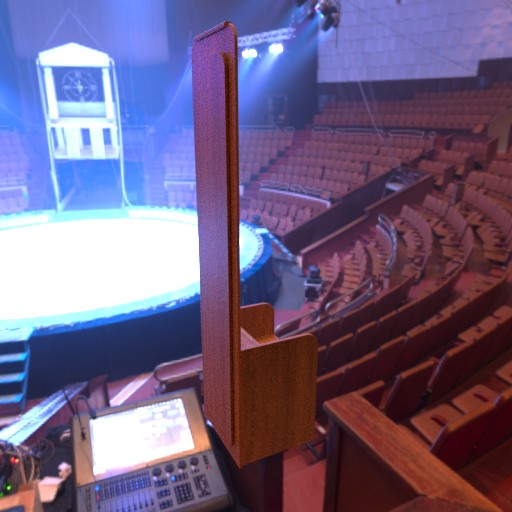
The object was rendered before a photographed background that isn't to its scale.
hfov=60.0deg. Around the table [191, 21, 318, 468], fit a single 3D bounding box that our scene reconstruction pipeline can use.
[{"bbox_3d":[0.000,0.000,2.013,0.420,1.830,0.450,-8,18,-26],"label":"table"}]
